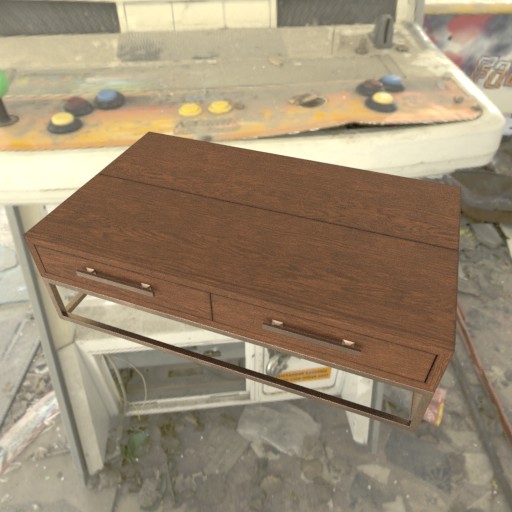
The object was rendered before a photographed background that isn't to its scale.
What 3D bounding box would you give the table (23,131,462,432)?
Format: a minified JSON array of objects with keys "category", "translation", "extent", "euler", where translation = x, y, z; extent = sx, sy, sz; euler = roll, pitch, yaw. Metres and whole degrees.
[{"category":"table","translation":[0.000,0.000,1.466],"extent":[1.167,0.361,0.719],"euler":[14,43,15]}]
